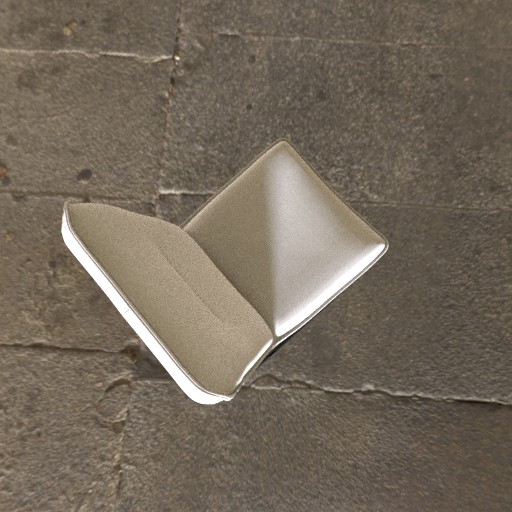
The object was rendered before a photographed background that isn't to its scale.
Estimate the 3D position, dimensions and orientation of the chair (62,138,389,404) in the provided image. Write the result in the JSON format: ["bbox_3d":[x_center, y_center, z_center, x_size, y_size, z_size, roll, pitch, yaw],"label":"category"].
[{"bbox_3d":[0.000,0.000,1.331,0.688,0.930,0.515,-40,80,-9],"label":"chair"}]
